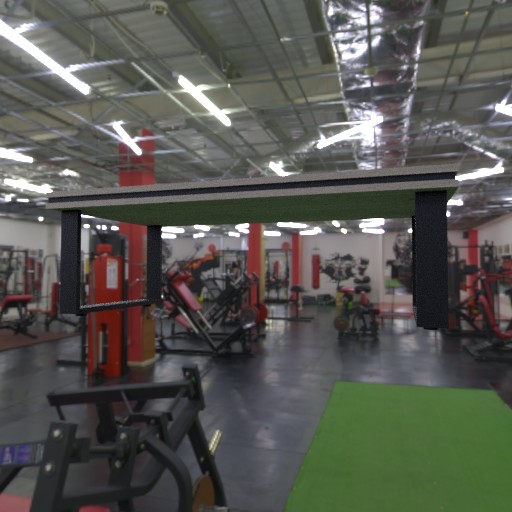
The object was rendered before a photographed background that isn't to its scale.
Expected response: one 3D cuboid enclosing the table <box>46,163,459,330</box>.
[{"bbox_3d":[0.000,0.000,1.697,1.350,0.450,0.700,-1,-2,18],"label":"table"}]
